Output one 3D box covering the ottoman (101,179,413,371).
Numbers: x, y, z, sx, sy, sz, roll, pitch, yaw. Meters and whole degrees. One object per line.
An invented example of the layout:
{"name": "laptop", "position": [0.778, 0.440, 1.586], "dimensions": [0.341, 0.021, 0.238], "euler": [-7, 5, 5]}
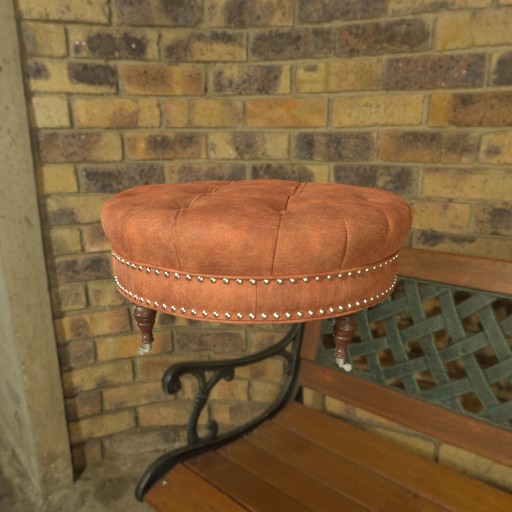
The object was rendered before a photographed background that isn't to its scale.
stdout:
{"name": "ottoman", "position": [0.000, 0.000, 1.386], "dimensions": [0.901, 0.444, 0.901], "euler": [0, 14, 0]}
